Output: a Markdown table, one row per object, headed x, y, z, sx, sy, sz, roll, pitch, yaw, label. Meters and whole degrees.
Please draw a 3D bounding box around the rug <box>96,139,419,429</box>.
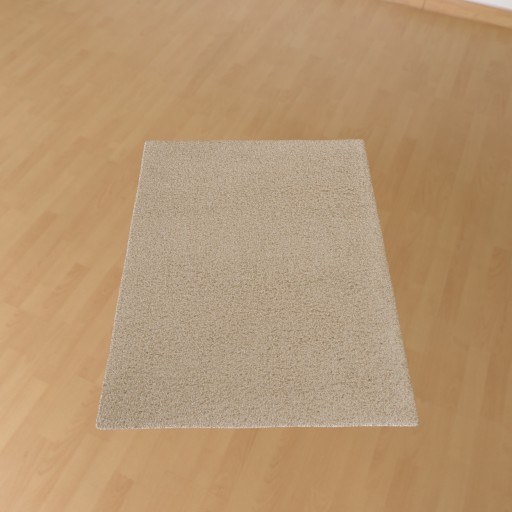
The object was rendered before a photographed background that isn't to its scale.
| x | y | z | sx | sy | sz | roll | pitch | yaw | label |
| --- | --- | --- | --- | --- | --- | --- | --- | --- | --- |
| 0.000 | 0.000 | 4.138 | 2.438 | 0.029 | 3.047 | 0 | 58 | 0 | rug |
